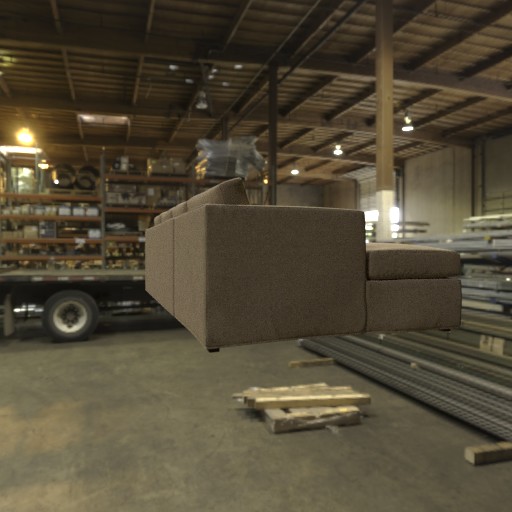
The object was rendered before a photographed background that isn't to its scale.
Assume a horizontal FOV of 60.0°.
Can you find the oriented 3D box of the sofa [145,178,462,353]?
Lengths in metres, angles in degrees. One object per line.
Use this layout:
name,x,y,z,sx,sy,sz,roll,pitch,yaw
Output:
sofa,0.000,0.000,3.929,1.638,0.920,3.198,0,1,-19
